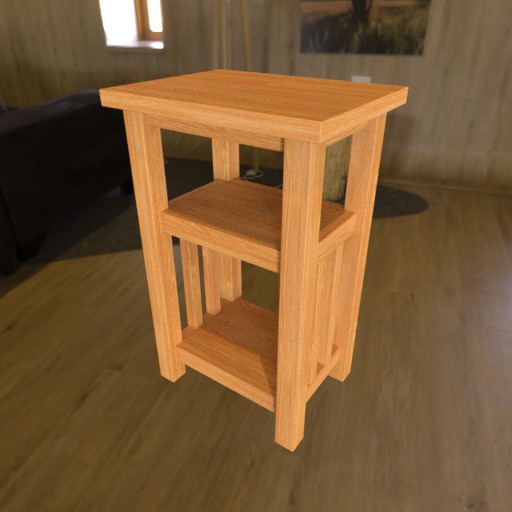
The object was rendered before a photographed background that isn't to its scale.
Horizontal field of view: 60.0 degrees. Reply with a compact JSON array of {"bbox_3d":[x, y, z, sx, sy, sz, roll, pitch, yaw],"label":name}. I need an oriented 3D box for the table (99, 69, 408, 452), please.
[{"bbox_3d":[0.000,0.000,0.766,0.350,0.550,0.270,19,35,30],"label":"table"}]
